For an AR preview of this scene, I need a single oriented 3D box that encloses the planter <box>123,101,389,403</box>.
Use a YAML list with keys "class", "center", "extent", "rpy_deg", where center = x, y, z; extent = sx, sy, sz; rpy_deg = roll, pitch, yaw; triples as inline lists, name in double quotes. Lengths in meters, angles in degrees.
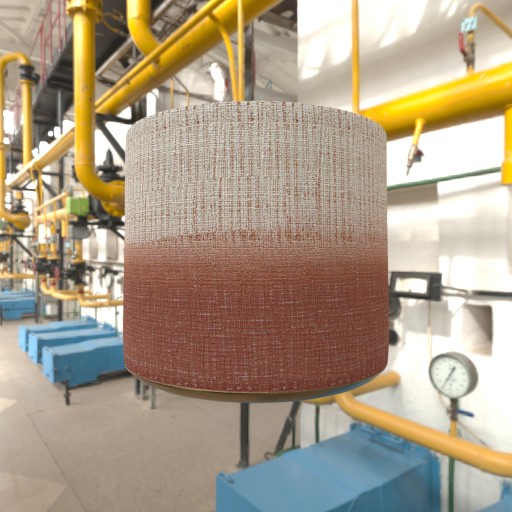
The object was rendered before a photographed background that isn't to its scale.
- class: "planter"
  center: [0.000, 0.000, 0.309]
  extent: [0.178, 0.157, 0.178]
  rpy_deg: [0, 0, 0]
